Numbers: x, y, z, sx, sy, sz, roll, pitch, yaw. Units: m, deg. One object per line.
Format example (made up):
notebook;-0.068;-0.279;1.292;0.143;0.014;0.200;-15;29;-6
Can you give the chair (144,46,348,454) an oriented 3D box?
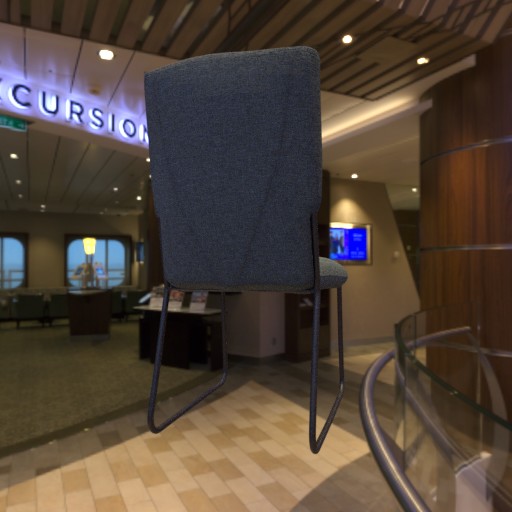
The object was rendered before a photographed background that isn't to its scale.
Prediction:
chair;0.000;0.000;1.293;0.480;0.931;0.635;0;-1;17
